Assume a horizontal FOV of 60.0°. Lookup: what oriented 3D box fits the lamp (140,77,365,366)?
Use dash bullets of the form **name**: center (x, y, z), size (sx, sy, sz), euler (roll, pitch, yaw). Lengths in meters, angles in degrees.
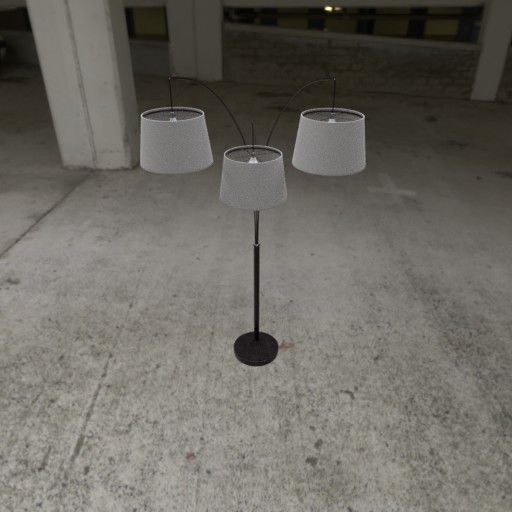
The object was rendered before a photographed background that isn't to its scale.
- **lamp**: center (0.000, 0.000, 2.470), size (0.951, 1.950, 0.924), euler (1, 30, 2)
